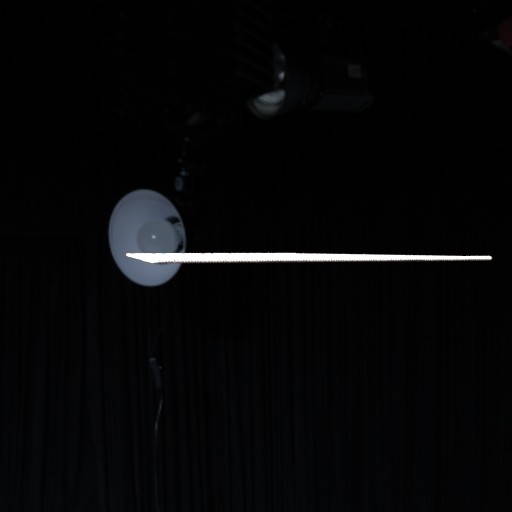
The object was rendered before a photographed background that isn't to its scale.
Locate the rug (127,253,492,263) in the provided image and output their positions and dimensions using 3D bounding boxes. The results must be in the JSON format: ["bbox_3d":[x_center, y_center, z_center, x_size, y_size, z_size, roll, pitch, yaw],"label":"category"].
[{"bbox_3d":[0.000,0.000,2.294,1.225,0.015,1.840,0,1,-18],"label":"rug"}]
